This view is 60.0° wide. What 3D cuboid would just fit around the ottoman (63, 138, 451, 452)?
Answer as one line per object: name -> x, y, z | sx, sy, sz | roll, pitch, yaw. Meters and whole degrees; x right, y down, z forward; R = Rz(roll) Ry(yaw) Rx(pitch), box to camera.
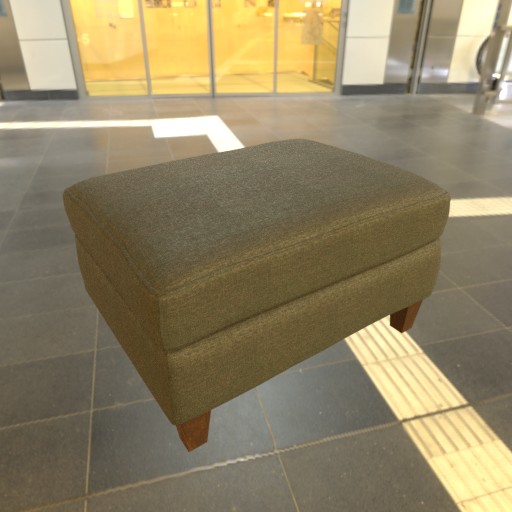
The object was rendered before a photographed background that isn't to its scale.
ottoman -> 0.000, 0.000, 1.219 | 0.826, 0.496, 0.639 | -19, 35, -30
